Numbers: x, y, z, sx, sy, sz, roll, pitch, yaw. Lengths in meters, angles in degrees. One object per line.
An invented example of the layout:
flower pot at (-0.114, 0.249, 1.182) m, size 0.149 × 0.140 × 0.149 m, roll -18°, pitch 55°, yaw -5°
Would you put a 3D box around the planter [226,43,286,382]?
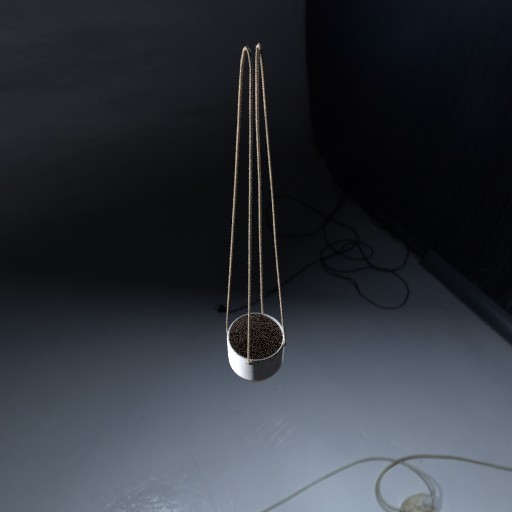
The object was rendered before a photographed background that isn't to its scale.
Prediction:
planter at (0.000, 0.000, 0.914) m, size 0.146 × 0.841 × 0.146 m, roll -23°, pitch 50°, yaw -21°
